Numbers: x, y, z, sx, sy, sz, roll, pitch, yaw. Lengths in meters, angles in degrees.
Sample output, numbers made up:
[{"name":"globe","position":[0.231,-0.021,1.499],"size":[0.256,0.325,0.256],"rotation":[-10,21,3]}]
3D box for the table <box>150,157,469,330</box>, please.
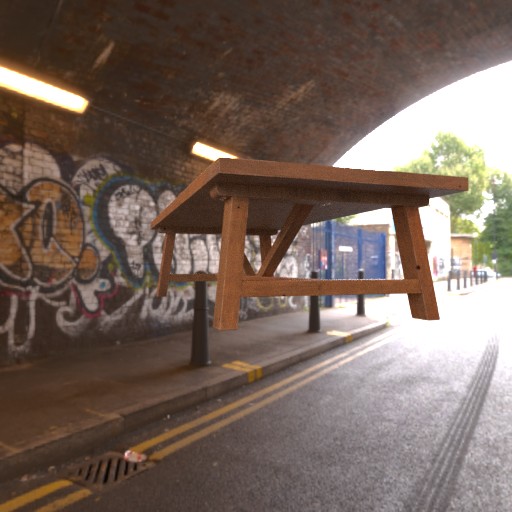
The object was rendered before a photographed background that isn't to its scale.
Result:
[{"name":"table","position":[0.000,0.000,2.128],"size":[0.820,0.465,1.800],"rotation":[1,-2,-19]}]
